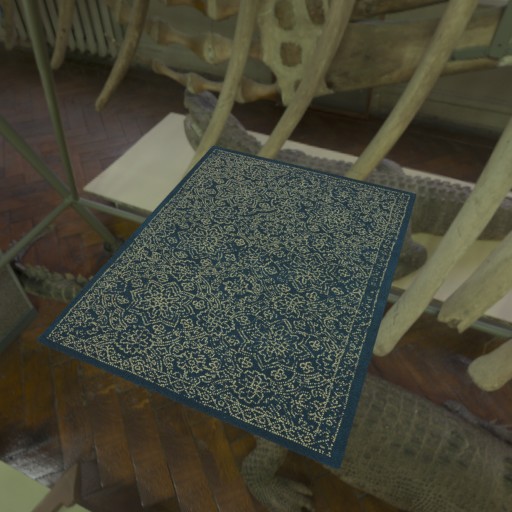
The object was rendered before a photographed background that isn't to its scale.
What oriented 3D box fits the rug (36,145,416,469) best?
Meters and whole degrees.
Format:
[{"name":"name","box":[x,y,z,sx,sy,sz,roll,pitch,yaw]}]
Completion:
[{"name":"rug","box":[0.000,0.000,4.095,2.438,0.010,3.048,17,48,16]}]
